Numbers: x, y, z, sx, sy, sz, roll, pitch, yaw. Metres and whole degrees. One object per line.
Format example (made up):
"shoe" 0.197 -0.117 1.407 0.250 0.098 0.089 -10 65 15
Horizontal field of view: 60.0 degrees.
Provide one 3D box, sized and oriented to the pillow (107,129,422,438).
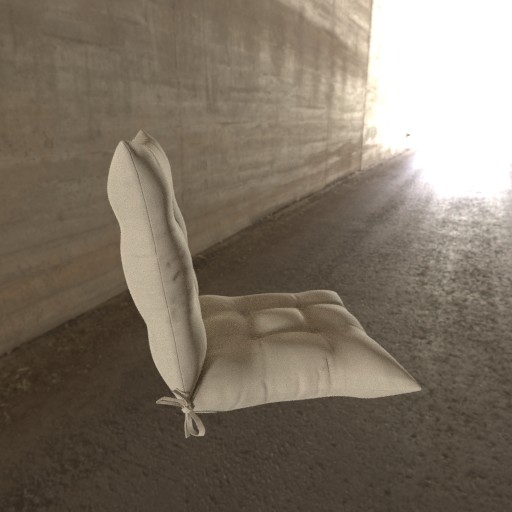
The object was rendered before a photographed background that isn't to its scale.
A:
"pillow" 0.000 0.000 0.996 0.585 0.536 0.541 -3 18 -10
